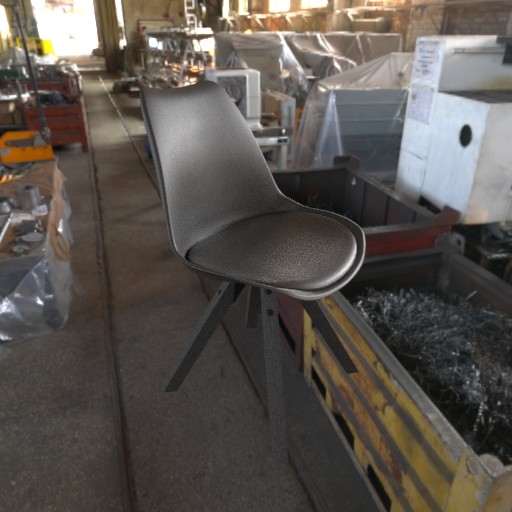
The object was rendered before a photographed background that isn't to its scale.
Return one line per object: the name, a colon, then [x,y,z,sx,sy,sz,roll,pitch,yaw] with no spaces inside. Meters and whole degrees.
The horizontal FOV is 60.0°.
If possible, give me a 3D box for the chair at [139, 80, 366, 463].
chair: [0.000,0.000,1.208,0.550,0.850,0.485,19,32,32]
